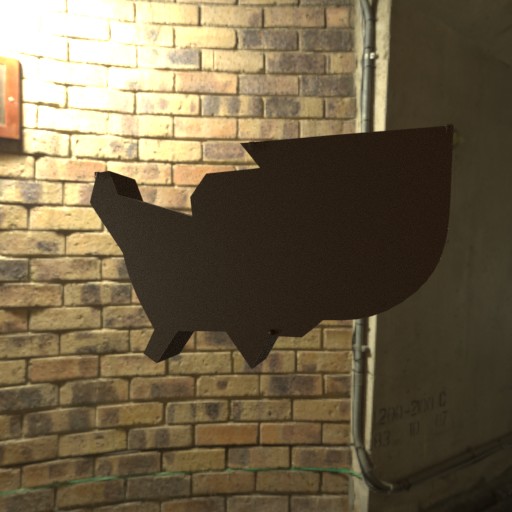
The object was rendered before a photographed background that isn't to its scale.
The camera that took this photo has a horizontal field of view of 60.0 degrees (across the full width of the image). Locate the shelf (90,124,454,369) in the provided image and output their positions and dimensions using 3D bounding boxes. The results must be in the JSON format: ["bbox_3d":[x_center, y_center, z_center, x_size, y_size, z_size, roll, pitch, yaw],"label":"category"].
[{"bbox_3d":[0.000,0.000,0.897,0.729,0.439,0.112,0,-1,17],"label":"shelf"}]
